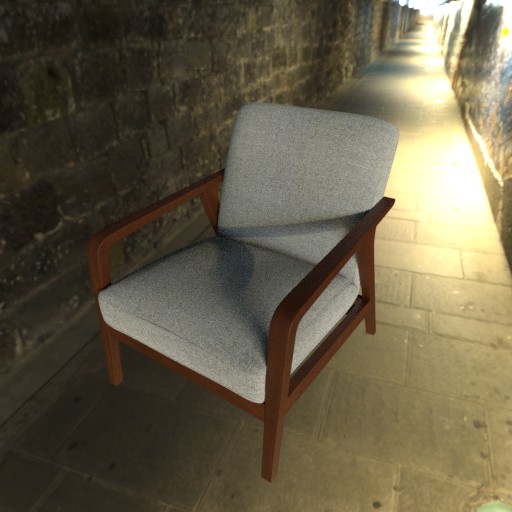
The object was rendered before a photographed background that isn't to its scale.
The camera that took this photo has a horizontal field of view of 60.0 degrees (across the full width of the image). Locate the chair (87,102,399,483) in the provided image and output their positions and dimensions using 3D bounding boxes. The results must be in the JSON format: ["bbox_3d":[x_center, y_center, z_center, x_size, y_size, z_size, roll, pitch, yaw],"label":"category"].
[{"bbox_3d":[0.000,0.000,1.476,0.704,0.847,0.858,18,34,30],"label":"chair"}]
